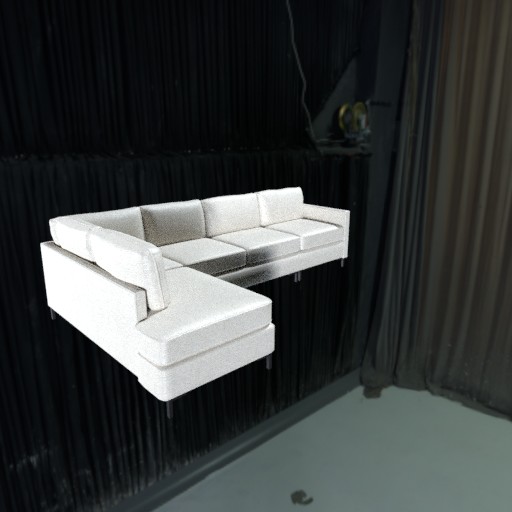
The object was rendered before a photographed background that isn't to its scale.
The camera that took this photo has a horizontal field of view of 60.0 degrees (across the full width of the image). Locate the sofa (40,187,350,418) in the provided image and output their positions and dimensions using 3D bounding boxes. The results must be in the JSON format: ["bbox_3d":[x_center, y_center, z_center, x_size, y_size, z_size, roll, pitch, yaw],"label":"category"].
[{"bbox_3d":[0.000,0.000,4.327,3.384,0.996,2.048,-14,21,-41],"label":"sofa"}]
